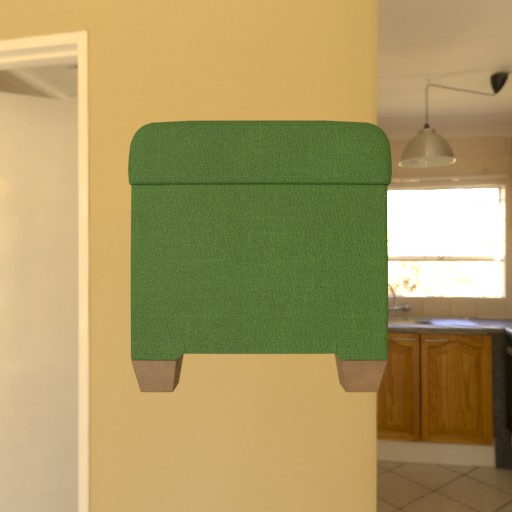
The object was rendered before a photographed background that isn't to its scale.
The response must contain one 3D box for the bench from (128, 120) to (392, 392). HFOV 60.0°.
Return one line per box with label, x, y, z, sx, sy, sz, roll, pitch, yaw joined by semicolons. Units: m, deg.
bench;0.000;0.000;1.269;0.505;0.501;0.989;0;-1;0
